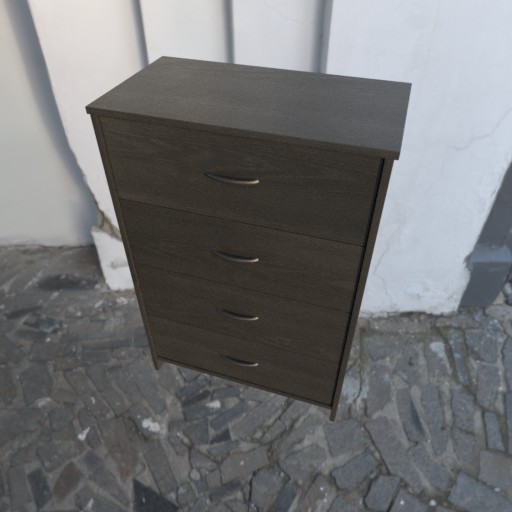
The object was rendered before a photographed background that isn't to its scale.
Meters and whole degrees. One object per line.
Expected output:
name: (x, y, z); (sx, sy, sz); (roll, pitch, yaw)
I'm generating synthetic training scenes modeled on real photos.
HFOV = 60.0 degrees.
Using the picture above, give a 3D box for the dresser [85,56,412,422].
dresser: (0.000, 0.000, 1.394); (0.700, 1.020, 0.398); (12, 43, 14)
